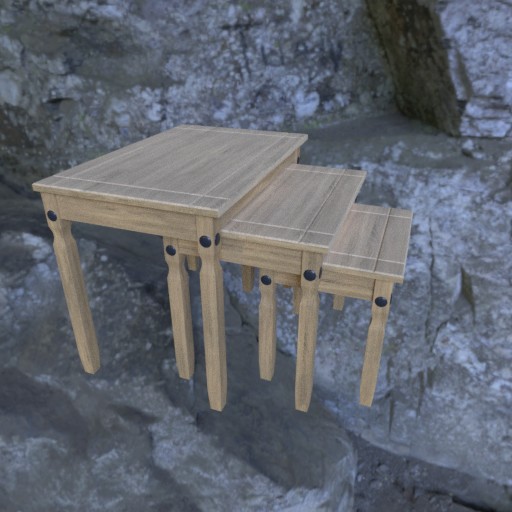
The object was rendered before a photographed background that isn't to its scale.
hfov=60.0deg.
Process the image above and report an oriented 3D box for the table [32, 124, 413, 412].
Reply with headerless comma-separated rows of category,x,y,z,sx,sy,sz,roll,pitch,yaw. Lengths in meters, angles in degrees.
table,0.000,0.000,1.222,0.773,0.535,0.660,10,29,18
